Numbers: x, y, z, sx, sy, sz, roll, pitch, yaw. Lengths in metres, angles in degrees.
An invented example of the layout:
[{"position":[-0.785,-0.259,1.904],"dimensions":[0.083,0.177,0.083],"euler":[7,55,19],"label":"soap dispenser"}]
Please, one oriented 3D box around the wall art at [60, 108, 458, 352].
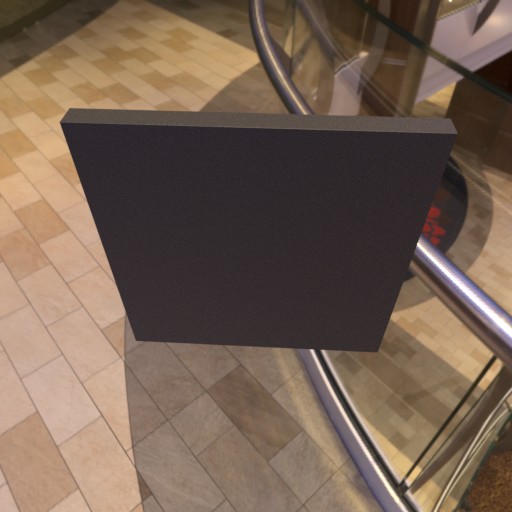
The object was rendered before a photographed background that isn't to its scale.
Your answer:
[{"position":[0.000,0.000,0.758],"dimensions":[0.507,0.507,0.038],"euler":[2,46,2],"label":"wall art"}]
